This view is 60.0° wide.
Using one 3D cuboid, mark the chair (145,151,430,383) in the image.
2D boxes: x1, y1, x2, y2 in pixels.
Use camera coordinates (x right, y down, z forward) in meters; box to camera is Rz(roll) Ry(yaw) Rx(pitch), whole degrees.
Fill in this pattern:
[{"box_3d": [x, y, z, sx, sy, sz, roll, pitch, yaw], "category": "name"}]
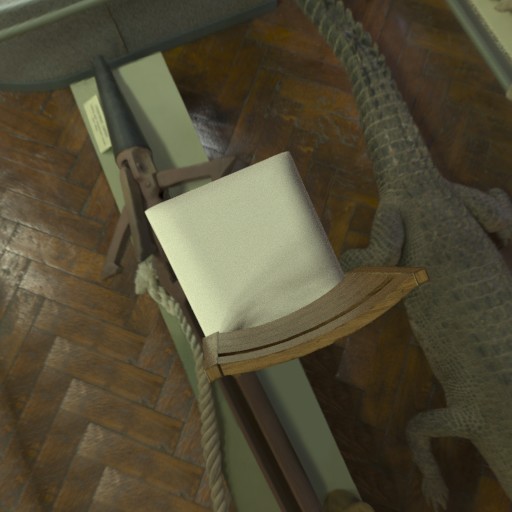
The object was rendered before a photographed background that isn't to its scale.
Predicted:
[{"box_3d": [0.000, 0.000, 1.272, 0.497, 0.939, 0.610, -24, 77, -6], "category": "chair"}]
